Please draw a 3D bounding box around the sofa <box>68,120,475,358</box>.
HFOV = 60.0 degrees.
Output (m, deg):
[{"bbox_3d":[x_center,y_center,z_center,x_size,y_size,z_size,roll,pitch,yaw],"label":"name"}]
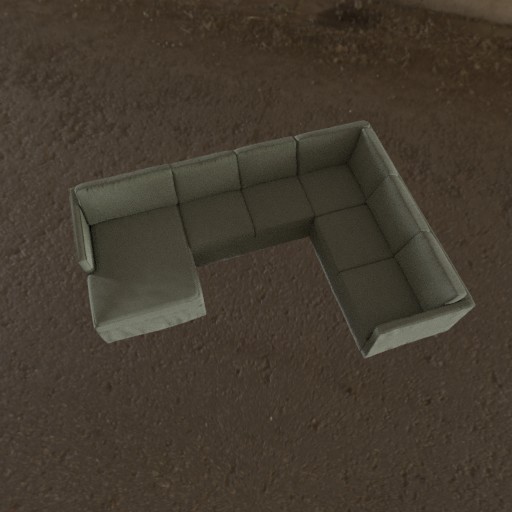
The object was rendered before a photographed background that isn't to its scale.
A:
[{"bbox_3d":[0.000,0.000,4.536,3.434,0.869,2.440,-15,62,-8],"label":"sofa"}]
